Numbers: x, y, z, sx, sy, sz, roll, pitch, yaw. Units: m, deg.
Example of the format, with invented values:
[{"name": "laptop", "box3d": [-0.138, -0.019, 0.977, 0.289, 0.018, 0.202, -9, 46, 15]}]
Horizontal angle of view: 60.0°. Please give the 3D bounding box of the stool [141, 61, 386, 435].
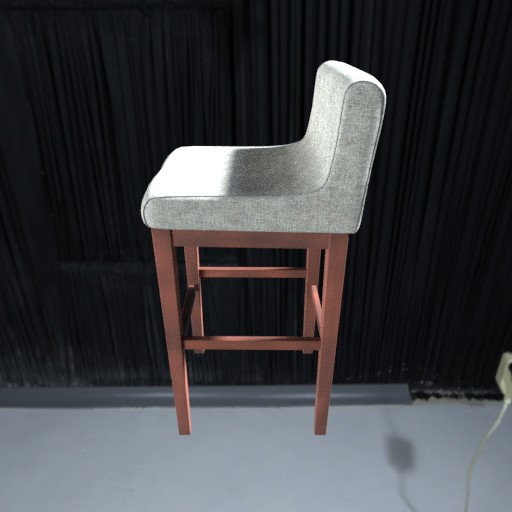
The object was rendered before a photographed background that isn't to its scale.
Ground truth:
[{"name": "stool", "box3d": [0.000, 0.000, 1.218, 0.499, 0.965, 0.426, 0, 28, 0]}]
